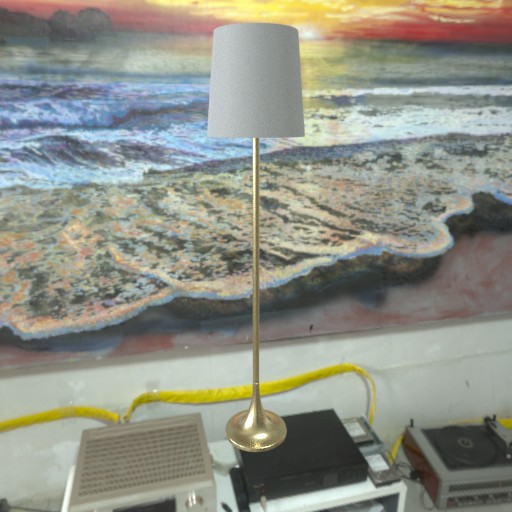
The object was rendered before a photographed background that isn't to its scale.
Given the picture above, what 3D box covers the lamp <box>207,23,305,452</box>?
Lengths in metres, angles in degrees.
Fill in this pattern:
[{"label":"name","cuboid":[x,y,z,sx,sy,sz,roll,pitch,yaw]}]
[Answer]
[{"label":"lamp","cuboid":[0.000,0.000,1.658,0.337,1.543,0.337,0,17,0]}]
